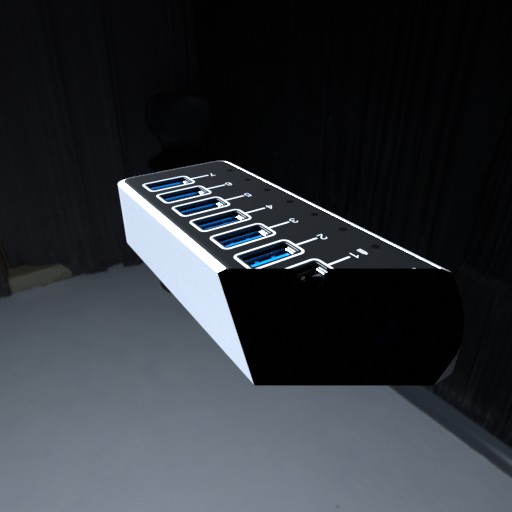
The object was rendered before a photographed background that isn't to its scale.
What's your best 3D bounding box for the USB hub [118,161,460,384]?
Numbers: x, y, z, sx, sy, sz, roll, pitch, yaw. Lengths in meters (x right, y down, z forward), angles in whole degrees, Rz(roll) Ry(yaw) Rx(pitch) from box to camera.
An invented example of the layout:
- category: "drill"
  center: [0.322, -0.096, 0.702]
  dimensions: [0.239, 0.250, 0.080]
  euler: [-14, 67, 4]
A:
- category: "USB hub"
  center: [0.000, 0.000, 0.128]
  dimensions: [0.044, 0.023, 0.110]
  euler: [-18, 34, -29]
